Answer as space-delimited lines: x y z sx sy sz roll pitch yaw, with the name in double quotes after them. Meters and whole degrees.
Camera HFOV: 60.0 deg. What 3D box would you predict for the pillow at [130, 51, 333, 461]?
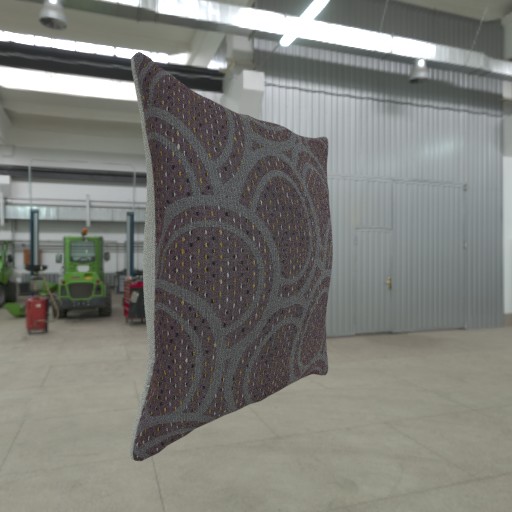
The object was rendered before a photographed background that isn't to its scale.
0.000 0.000 0.754 0.163 0.513 0.514 0 0 36 "pillow"
